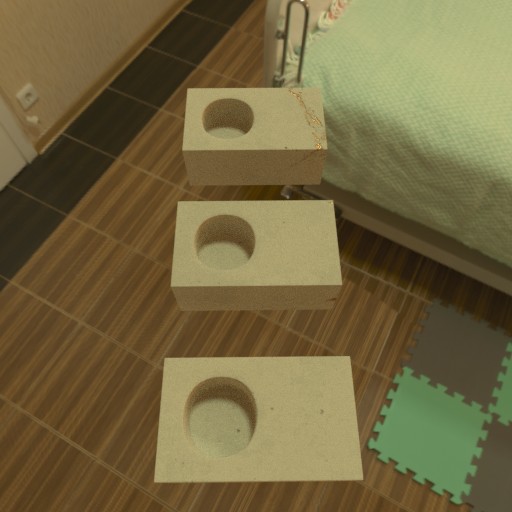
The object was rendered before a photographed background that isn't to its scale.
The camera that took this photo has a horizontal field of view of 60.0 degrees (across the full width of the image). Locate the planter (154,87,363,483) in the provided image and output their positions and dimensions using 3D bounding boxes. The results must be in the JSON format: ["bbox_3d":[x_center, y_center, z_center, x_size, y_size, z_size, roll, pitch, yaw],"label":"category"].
[{"bbox_3d":[0.000,0.000,0.367,0.127,0.051,0.333,-1,63,0],"label":"planter"}]
